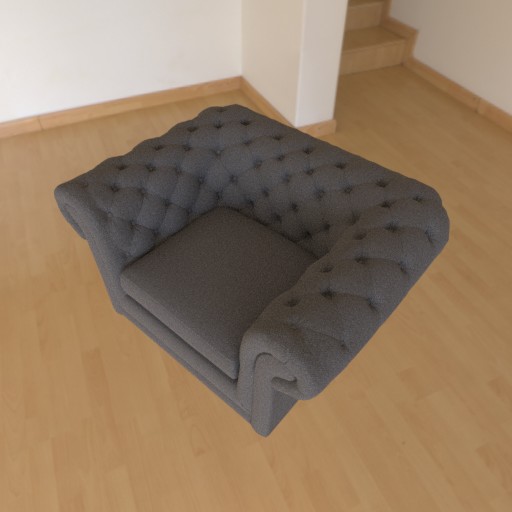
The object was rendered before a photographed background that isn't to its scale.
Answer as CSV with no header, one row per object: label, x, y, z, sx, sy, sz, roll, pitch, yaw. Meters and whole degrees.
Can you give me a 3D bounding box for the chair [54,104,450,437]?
chair,0.000,0.000,1.892,1.270,0.770,0.976,32,54,27
